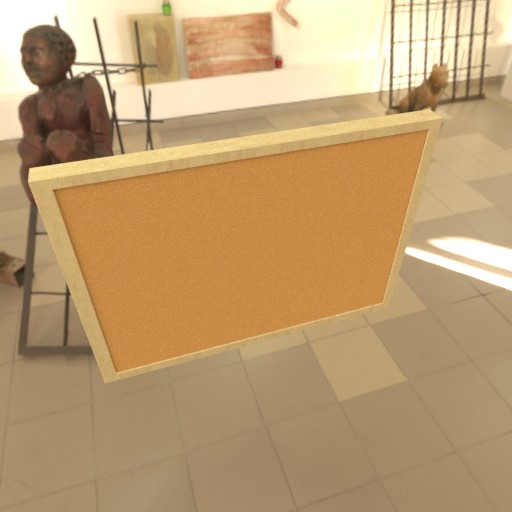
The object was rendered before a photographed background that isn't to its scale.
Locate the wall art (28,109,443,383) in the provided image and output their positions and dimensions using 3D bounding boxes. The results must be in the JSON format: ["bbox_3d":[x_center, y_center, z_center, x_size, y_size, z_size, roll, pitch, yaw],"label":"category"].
[{"bbox_3d":[0.000,0.000,0.680,0.532,0.380,0.032,-12,42,-14],"label":"wall art"}]
